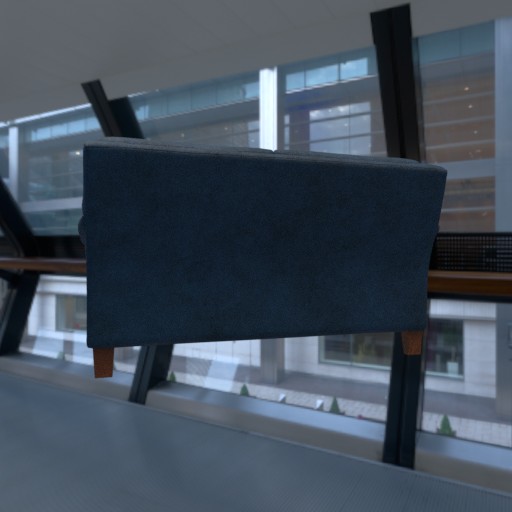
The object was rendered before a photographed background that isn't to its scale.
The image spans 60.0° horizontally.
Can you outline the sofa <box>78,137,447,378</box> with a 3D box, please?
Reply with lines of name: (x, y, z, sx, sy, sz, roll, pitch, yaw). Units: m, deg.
sofa: (0.000, 0.000, 2.549, 1.853, 1.101, 1.084, 0, 0, -17)
